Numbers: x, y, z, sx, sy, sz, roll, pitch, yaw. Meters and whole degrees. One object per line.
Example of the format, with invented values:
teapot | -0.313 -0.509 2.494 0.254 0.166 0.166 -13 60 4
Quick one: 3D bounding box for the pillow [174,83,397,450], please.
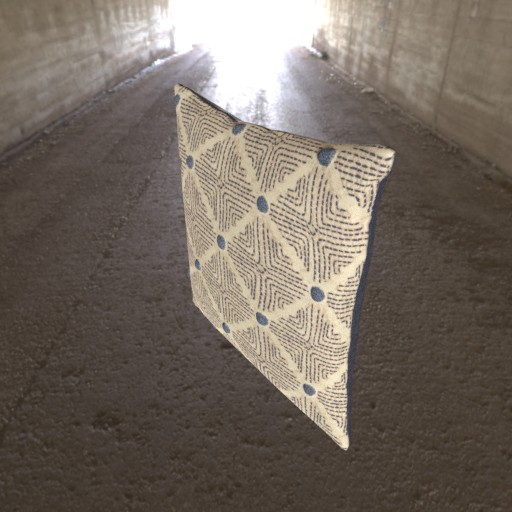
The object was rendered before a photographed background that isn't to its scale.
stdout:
pillow | 0.000 0.000 0.781 0.145 0.510 0.510 -21 37 -31
